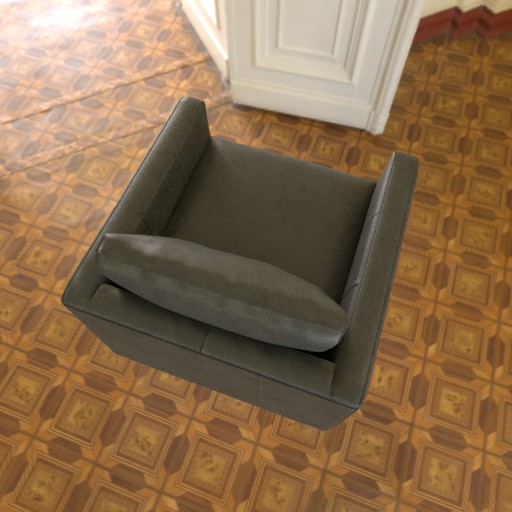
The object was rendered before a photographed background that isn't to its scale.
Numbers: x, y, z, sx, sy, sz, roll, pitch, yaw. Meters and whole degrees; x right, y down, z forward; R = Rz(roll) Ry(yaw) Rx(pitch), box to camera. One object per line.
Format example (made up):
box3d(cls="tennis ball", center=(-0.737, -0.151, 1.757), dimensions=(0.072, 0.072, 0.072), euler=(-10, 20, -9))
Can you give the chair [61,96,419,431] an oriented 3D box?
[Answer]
box3d(cls="chair", center=(0.000, 0.000, 1.498), dimensions=(0.967, 0.824, 0.861), euler=(18, 64, 9))
